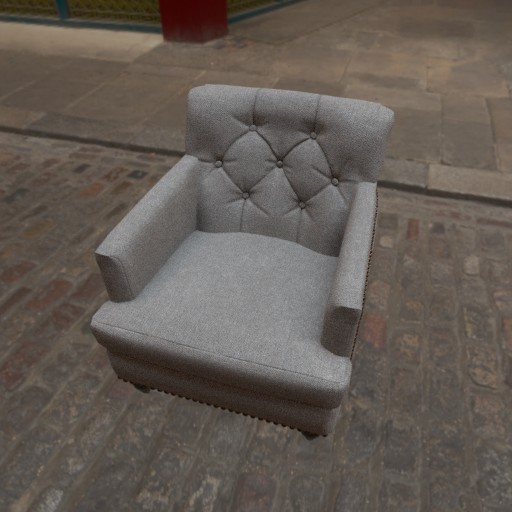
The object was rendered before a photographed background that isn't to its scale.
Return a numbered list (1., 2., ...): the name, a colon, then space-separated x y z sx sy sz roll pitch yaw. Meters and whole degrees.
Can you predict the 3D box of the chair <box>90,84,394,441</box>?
1. chair: 0.000 0.000 1.483 0.737 0.823 0.902 11 42 13
